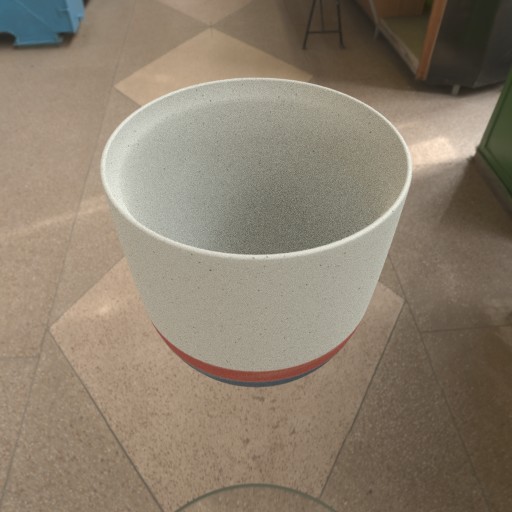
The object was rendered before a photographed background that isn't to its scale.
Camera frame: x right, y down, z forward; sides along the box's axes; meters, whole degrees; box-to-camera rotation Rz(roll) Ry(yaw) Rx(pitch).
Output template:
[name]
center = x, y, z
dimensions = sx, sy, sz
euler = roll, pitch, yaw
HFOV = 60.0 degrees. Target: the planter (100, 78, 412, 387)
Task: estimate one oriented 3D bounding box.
[planter]
center = 0.000, 0.000, 0.374
dimensions = 0.204, 0.214, 0.204
euler = 0, 47, 0
